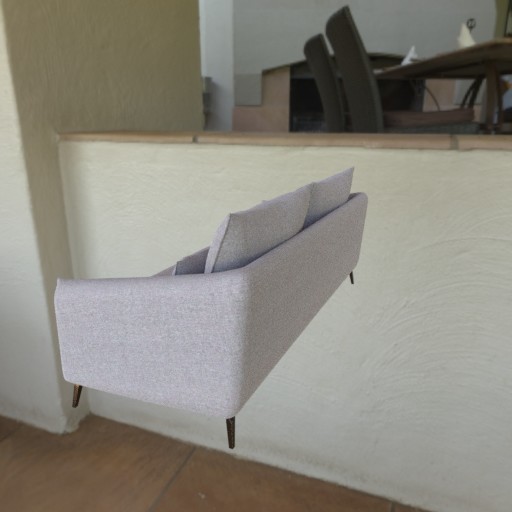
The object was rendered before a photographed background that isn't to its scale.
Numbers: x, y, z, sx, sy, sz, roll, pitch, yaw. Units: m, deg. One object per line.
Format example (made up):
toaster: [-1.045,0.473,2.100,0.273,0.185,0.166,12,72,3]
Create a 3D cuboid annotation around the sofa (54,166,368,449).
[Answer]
sofa: [0.000,0.000,2.398,0.809,0.833,2.022,8,19,24]
